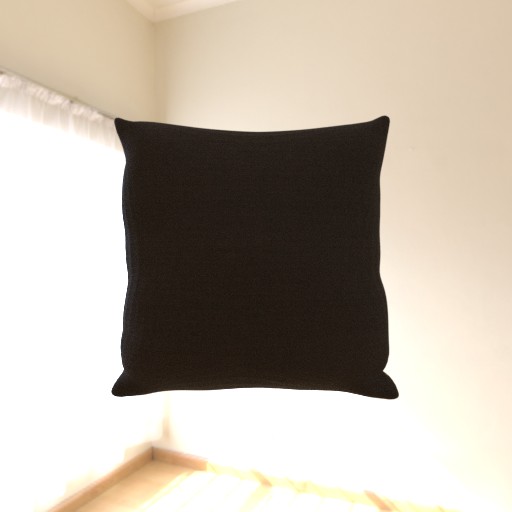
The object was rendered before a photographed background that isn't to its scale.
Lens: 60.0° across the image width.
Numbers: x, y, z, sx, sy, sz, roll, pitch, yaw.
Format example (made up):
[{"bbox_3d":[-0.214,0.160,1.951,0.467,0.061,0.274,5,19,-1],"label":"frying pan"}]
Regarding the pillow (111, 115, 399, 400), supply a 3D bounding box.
[{"bbox_3d":[0.000,0.000,0.688,0.440,0.441,0.182,0,-1,-2],"label":"pillow"}]
